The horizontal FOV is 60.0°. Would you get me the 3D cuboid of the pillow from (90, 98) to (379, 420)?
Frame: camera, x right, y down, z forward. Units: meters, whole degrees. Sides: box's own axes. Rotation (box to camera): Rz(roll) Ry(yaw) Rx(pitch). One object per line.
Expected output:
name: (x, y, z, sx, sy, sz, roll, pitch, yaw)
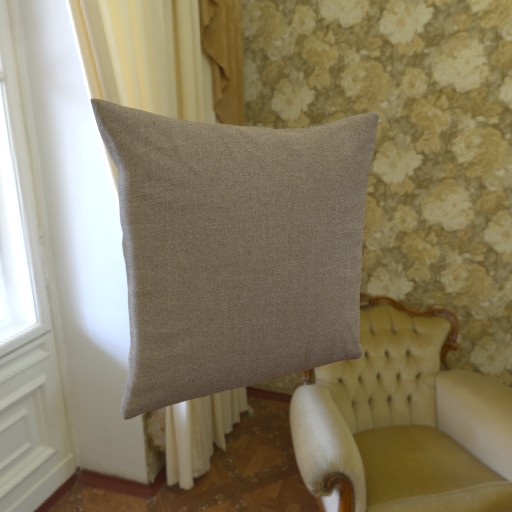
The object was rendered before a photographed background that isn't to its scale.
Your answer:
pillow: (0.000, 0.000, 0.790, 0.513, 0.511, 0.158, -7, 16, -26)
